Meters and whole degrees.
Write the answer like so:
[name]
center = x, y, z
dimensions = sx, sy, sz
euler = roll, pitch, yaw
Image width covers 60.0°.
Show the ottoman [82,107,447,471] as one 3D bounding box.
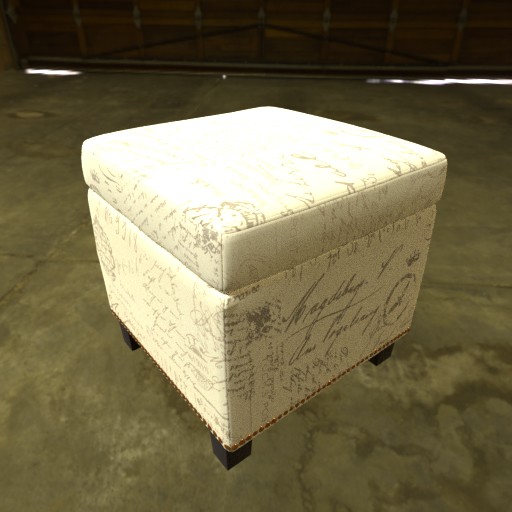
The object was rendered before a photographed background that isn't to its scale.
[ottoman]
center = 0.000, 0.000, 0.829
dimensions = 0.450, 0.457, 0.449
euler = -22, 37, -32
